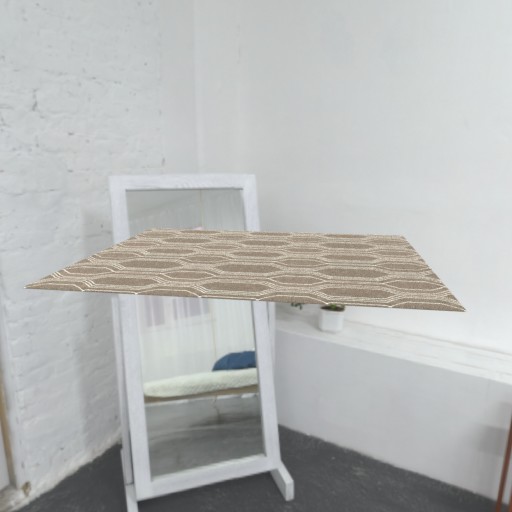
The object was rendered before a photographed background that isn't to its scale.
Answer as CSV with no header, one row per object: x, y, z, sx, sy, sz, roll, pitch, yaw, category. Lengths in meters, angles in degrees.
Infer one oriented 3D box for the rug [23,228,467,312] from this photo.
0.000,0.000,4.181,3.062,0.012,2.457,2,14,9,rug
